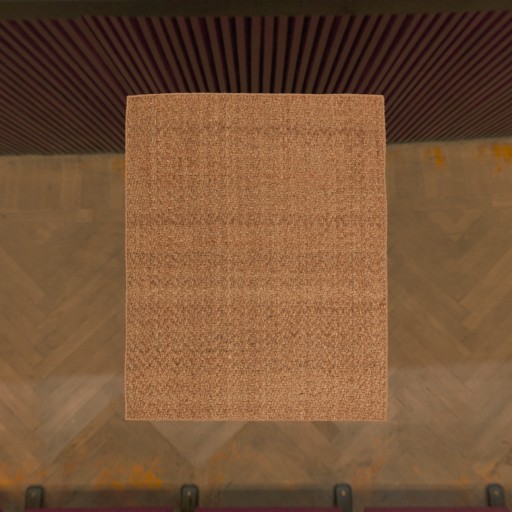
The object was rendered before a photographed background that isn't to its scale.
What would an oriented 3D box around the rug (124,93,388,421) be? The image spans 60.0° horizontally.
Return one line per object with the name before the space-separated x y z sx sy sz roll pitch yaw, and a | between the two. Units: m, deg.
rug | 0.000 0.000 4.109 2.439 0.013 3.048 0 89 0
